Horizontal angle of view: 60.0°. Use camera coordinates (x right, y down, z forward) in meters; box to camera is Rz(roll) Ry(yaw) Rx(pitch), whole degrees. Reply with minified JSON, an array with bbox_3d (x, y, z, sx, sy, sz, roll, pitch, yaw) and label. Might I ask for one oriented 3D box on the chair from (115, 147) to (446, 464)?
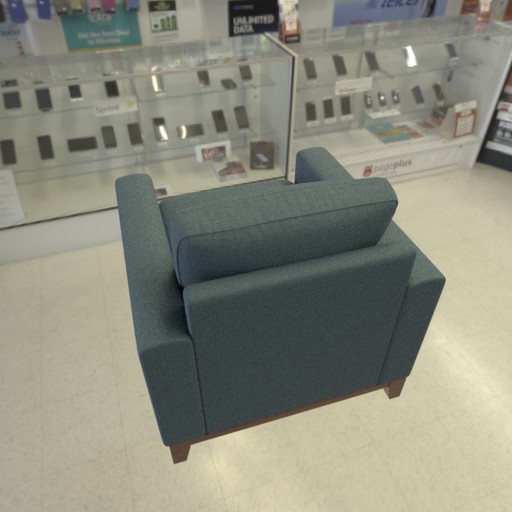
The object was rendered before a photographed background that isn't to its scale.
[{"bbox_3d":[0.000,0.000,1.858,1.024,1.010,1.038,-11,42,-13],"label":"chair"}]
